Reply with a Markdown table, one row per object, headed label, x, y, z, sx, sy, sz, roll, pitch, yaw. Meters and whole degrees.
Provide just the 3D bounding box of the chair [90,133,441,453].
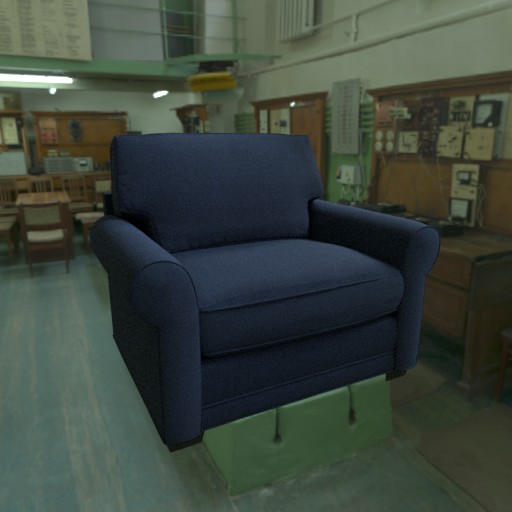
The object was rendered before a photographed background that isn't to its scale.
| label | x | y | z | sx | sy | sz | roll | pitch | yaw |
| --- | --- | --- | --- | --- | --- | --- | --- | --- | --- |
| chair | 0.000 | 0.000 | 1.947 | 1.285 | 1.044 | 0.963 | -8 | 17 | -27 |
